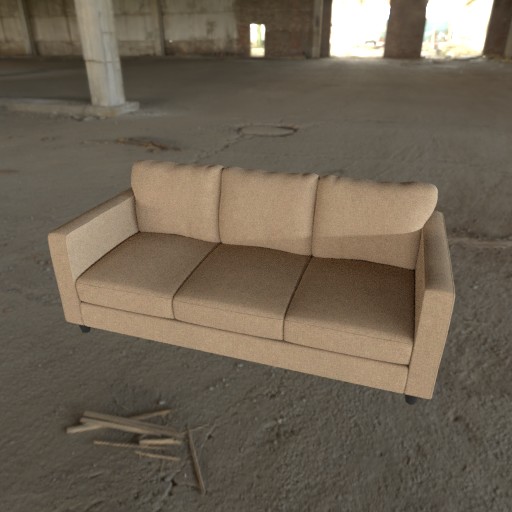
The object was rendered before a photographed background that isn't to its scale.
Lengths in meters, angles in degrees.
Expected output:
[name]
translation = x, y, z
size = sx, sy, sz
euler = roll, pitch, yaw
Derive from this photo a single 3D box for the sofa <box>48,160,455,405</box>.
[sofa]
translation = 0.000, 0.000, 2.363
size = 1.855, 0.800, 0.930
euler = 8, 28, 16
